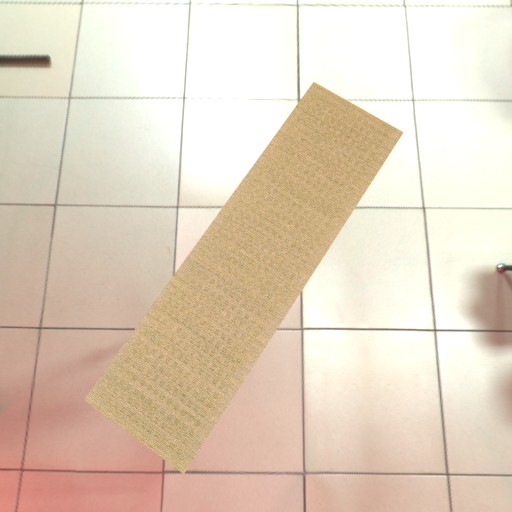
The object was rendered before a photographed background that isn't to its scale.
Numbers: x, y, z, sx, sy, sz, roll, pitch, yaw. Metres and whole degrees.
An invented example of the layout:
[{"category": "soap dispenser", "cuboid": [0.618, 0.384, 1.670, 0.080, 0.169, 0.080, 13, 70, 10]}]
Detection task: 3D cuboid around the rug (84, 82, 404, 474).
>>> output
[{"category": "rug", "cuboid": [0.000, 0.000, 2.671, 0.686, 0.006, 2.437, 33, 78, 8]}]
